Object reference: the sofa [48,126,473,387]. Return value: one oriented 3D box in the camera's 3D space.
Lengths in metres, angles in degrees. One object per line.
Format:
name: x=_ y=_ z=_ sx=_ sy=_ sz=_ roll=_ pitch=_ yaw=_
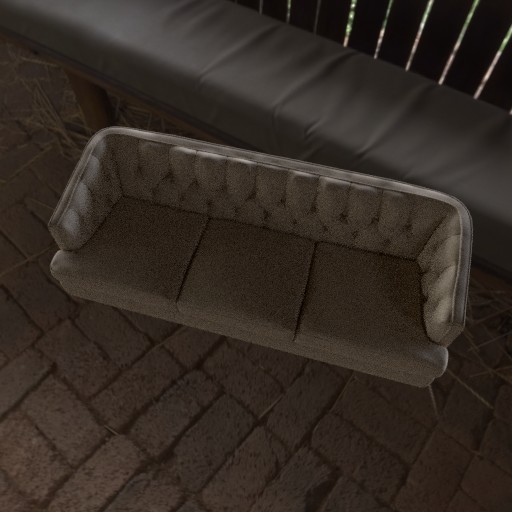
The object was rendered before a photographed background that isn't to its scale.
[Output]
sofa: x=0.000 y=0.000 z=2.632 sx=2.235 sy=0.788 sz=0.913 roll=13 pitch=60 yaw=8
